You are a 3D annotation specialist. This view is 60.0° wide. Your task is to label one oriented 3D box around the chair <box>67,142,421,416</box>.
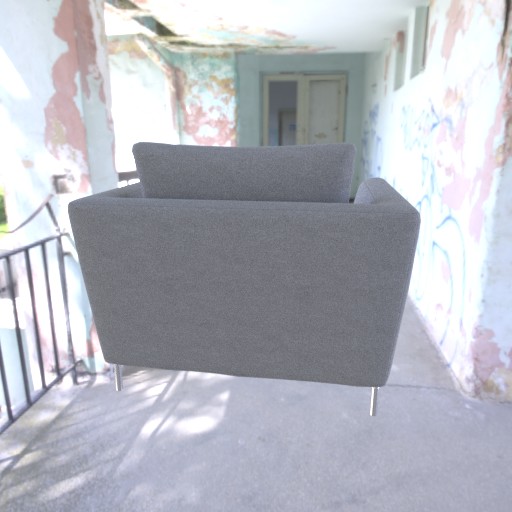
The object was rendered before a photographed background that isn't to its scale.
[{"bbox_3d":[0.000,0.000,1.714,1.041,0.864,0.889,3,16,9],"label":"chair"}]
